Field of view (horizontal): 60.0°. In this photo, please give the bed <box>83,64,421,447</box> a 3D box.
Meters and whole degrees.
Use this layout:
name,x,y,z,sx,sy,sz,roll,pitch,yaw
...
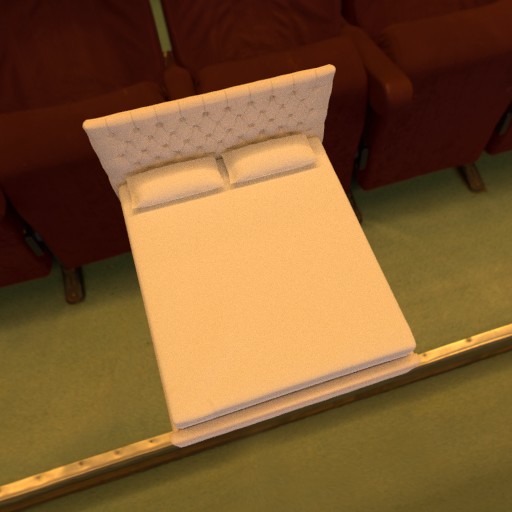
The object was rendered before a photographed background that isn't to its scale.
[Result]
name,x,y,z,sx,sy,sz,roll,pitch,yaw
bed,0.000,0.000,3.671,2.078,1.427,2.387,-16,66,-7
